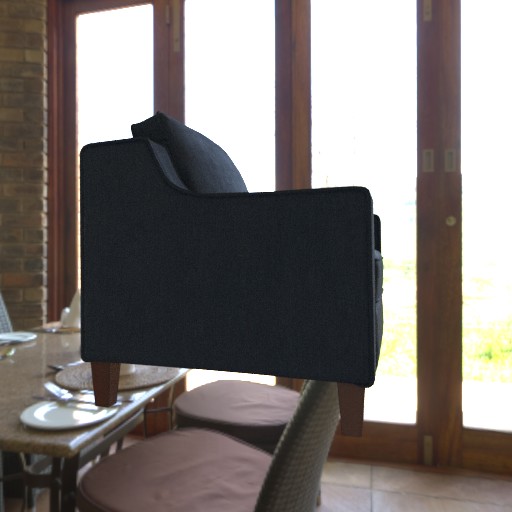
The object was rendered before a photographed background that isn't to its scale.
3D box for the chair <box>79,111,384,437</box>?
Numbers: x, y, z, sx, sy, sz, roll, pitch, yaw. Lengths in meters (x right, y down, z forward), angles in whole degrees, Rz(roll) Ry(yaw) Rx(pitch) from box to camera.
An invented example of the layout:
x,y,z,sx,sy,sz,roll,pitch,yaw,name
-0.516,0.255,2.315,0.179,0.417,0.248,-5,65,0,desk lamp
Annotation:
x,y,z,sx,sy,sz,roll,pitch,yaw,name
0.000,0.000,1.647,0.909,0.960,0.831,0,0,17,chair
